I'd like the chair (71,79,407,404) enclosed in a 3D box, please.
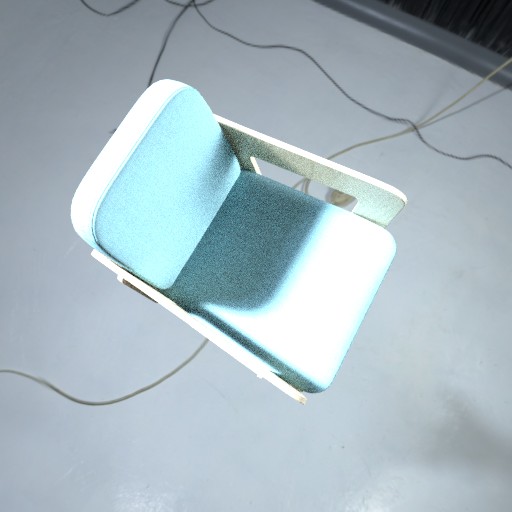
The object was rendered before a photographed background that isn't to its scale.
[{"bbox_3d":[0.000,0.000,1.286,0.710,0.800,0.590,28,78,7],"label":"chair"}]
